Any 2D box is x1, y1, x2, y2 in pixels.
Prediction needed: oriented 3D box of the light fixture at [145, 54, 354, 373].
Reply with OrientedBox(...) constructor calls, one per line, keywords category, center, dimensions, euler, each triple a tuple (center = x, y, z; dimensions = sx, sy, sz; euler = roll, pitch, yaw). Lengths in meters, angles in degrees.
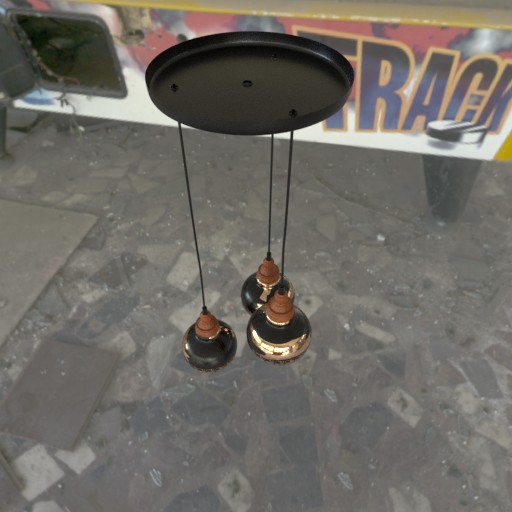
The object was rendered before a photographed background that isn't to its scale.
OrientedBox(category="light fixture", center=(0.000, 0.000, 1.687), dimensions=(0.608, 1.410, 0.605), euler=(-31, 54, -27))
